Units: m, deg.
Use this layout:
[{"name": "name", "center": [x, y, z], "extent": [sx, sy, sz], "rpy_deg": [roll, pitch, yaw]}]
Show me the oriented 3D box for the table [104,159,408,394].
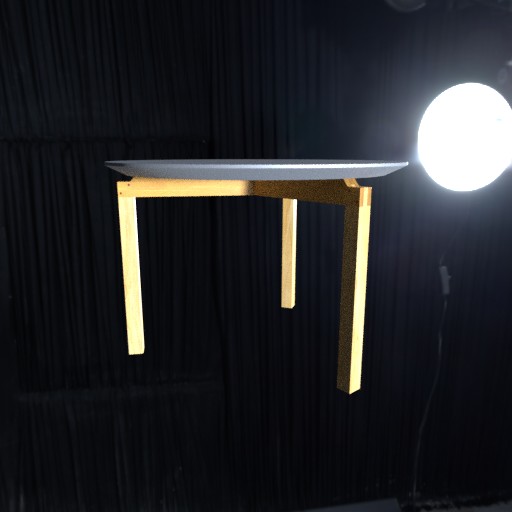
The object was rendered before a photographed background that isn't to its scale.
[{"name": "table", "center": [0.000, 0.000, 0.967], "extent": [0.600, 0.405, 0.600], "rpy_deg": [0, 13, 0]}]
